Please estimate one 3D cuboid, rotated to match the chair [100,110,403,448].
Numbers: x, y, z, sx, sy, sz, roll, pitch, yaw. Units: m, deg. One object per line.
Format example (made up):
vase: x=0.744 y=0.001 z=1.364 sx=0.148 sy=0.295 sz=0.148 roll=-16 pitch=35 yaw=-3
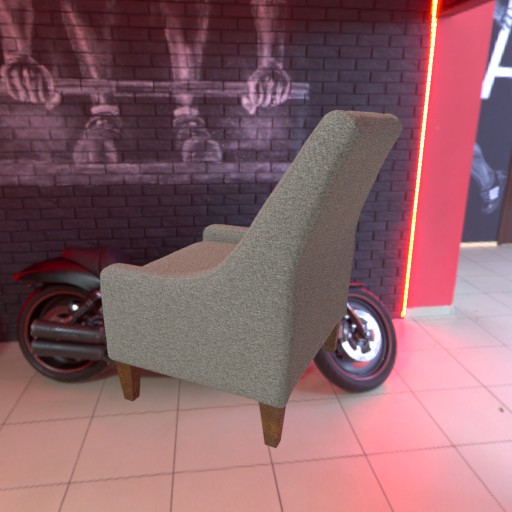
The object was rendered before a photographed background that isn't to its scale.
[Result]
chair: x=0.000 y=0.000 z=1.648 sx=0.870 sy=1.016 sz=0.774 roll=8 pitch=19 yaw=24
